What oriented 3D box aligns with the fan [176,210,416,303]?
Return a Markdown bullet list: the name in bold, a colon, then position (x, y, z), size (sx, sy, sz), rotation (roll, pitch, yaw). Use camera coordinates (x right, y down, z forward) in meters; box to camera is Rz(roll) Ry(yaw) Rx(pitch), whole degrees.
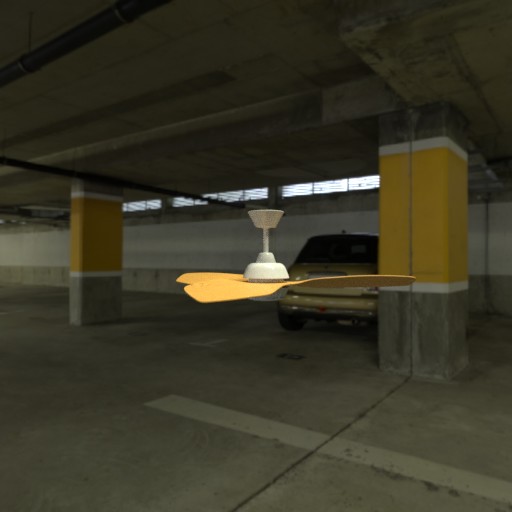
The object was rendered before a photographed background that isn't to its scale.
- **fan**: position (0.000, 0.000, 1.628), size (1.142, 0.355, 1.010), rotation (0, 0, 17)
